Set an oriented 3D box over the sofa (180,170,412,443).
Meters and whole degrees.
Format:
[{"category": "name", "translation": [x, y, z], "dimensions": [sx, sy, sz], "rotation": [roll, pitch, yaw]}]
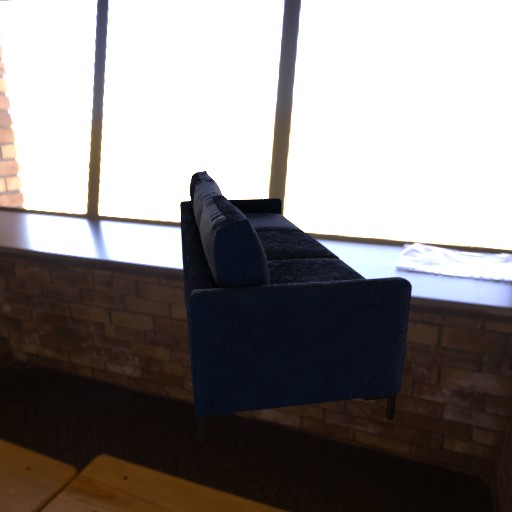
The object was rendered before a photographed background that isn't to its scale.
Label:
[{"category": "sofa", "translation": [0.000, 0.000, 2.723], "dimensions": [0.875, 0.879, 2.252], "rotation": [-3, 16, -10]}]
